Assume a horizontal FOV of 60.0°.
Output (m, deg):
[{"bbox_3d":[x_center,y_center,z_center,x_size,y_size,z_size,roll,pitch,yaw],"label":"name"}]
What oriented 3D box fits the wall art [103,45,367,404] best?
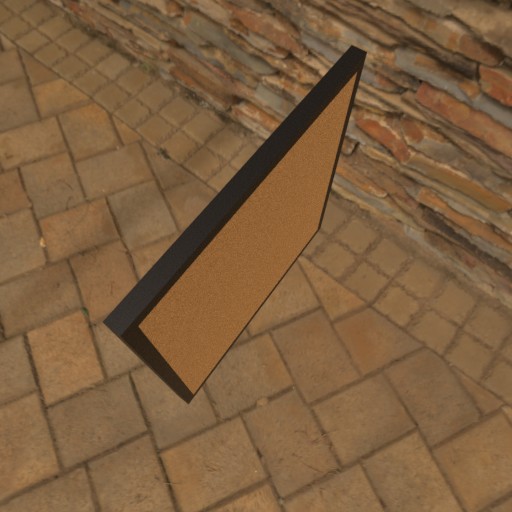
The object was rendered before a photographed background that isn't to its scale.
[{"bbox_3d":[0.000,0.000,1.157,0.038,0.762,0.762,33,68,15],"label":"wall art"}]
